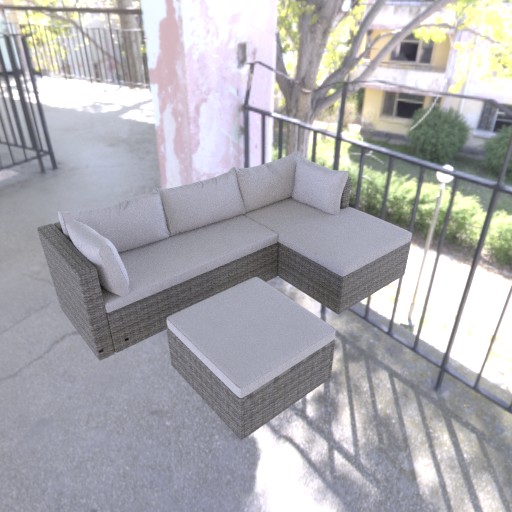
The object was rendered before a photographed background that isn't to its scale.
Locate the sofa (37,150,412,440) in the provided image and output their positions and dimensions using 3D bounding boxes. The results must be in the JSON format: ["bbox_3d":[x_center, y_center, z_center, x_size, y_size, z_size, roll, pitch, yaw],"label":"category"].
[{"bbox_3d":[0.000,0.000,2.944,2.192,0.766,1.662,-23,38,-33],"label":"sofa"}]
